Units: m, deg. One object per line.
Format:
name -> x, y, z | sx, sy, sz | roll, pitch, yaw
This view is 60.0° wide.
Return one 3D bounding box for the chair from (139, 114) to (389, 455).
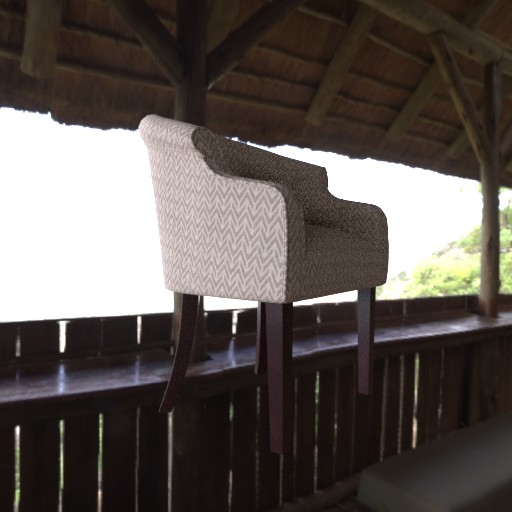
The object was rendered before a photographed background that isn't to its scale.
chair -> 0.000, 0.000, 1.324 | 0.613, 0.858, 0.686 | 1, 1, 36
